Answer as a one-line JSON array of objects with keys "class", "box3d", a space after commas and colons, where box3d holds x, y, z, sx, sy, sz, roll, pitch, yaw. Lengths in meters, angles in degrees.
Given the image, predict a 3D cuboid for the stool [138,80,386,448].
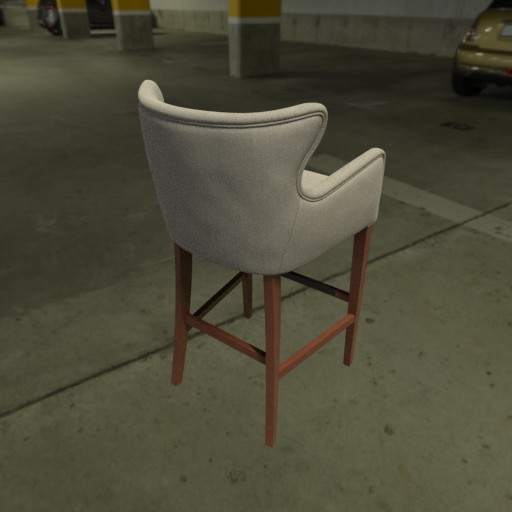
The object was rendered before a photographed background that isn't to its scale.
[{"class": "stool", "box3d": [0.000, 0.000, 1.422, 0.575, 1.047, 0.575, 21, 36, 32]}]
